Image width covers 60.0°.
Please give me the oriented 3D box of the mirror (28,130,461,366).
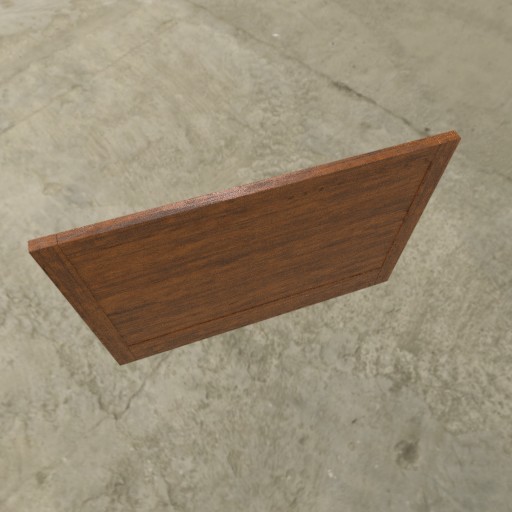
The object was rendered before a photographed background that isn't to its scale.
[{"bbox_3d":[0.000,0.000,0.985,0.758,0.537,0.084,-16,59,-10],"label":"mirror"}]
